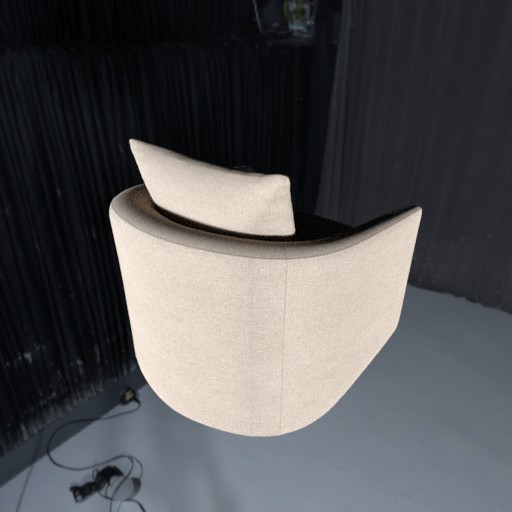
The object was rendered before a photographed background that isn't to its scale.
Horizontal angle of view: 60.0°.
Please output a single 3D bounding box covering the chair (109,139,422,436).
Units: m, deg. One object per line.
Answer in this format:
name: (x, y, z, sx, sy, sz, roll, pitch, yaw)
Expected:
chair: (0.000, 0.000, 1.575, 0.845, 0.848, 0.910, 20, 34, 33)
